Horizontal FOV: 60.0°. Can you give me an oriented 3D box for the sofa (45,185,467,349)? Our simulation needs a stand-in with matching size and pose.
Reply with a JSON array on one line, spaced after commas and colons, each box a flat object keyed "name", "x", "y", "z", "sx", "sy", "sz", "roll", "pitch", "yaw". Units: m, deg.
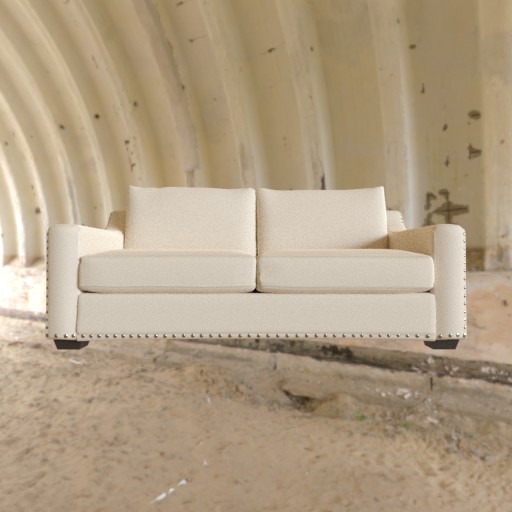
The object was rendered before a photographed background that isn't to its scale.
[{"name": "sofa", "x": 0.000, "y": 0.000, "z": 2.339, "sx": 1.812, "sy": 0.830, "sz": 0.949, "roll": 0, "pitch": 0, "yaw": 0}]
